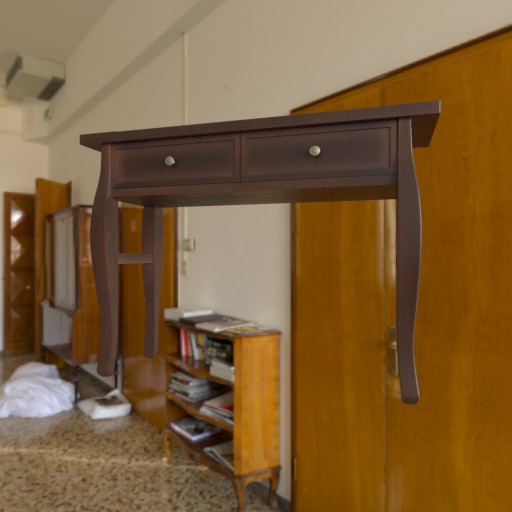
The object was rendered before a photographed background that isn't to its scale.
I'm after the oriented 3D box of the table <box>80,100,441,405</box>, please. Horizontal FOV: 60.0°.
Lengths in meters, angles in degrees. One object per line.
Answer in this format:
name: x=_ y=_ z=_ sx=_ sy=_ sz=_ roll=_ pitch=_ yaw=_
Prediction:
table: x=0.000 y=0.000 z=1.420 sx=1.062 sy=0.768 sz=0.373 roll=0 pitch=0 yaw=17
